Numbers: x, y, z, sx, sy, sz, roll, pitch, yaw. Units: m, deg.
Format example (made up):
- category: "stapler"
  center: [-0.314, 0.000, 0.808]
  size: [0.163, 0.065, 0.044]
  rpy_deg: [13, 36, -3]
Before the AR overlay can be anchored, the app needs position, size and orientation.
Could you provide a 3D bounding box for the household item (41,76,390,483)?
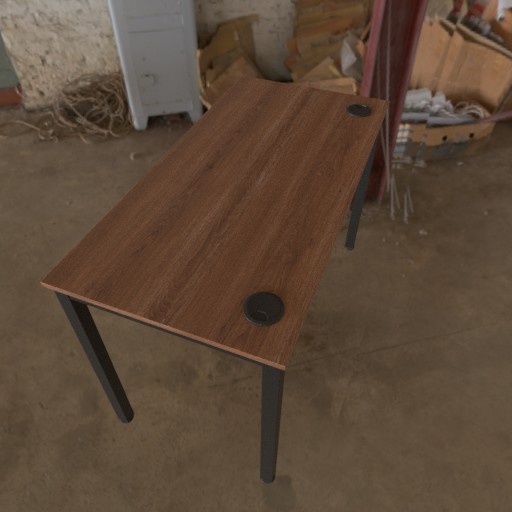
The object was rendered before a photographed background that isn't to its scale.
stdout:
- category: "household item"
  center: [0.000, 0.000, 1.603]
  size: [0.600, 0.750, 1.200]
  rpy_deg: [16, 48, 15]
